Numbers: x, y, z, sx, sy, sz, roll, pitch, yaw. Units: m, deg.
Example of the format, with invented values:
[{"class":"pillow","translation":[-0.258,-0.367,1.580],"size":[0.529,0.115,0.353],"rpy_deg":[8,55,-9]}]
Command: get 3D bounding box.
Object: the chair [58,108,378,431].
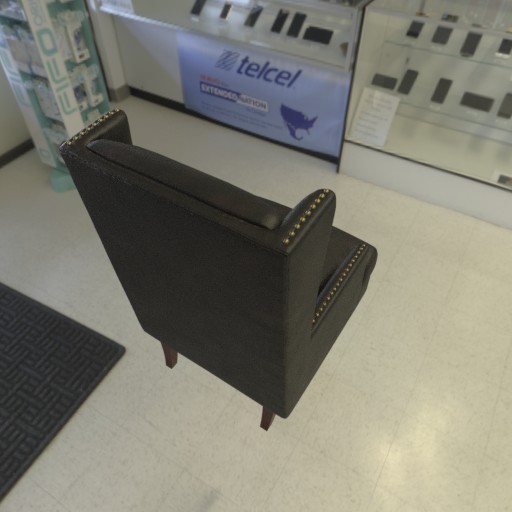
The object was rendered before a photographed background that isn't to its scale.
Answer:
[{"class":"chair","translation":[0.000,0.000,1.607],"size":[0.703,1.142,0.799],"rpy_deg":[26,52,22]}]
